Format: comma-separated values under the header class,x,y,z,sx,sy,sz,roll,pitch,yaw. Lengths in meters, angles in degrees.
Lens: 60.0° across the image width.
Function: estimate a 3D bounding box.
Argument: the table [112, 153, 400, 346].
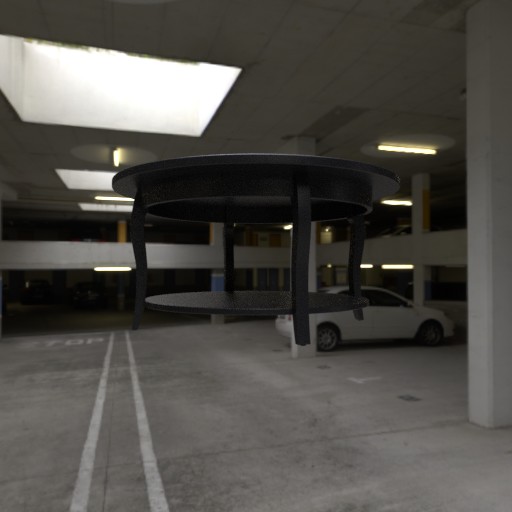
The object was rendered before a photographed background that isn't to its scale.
class,x,y,z,sx,sy,sz,roll,pitch,yaw
table,0.000,0.000,1.474,0.914,0.457,0.914,0,-1,0
